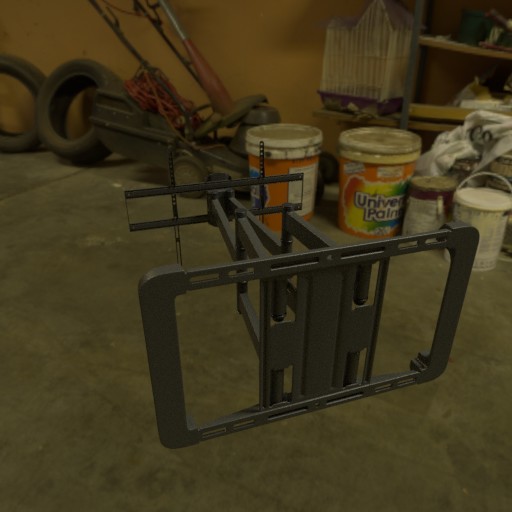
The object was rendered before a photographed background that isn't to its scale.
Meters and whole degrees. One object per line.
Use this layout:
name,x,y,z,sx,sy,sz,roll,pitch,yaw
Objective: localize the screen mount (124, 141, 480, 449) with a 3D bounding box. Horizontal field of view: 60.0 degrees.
screen mount,0.000,0.000,1.337,0.725,0.483,0.905,-9,29,-16
